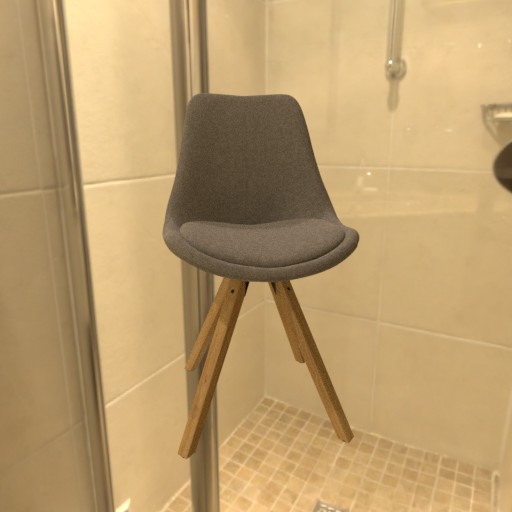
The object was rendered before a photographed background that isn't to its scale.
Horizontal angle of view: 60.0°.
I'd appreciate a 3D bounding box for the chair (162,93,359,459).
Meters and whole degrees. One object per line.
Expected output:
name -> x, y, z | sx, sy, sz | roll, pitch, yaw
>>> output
chair -> 0.000, 0.000, 1.185 | 0.483, 0.865, 0.550 | -2, 15, -8
